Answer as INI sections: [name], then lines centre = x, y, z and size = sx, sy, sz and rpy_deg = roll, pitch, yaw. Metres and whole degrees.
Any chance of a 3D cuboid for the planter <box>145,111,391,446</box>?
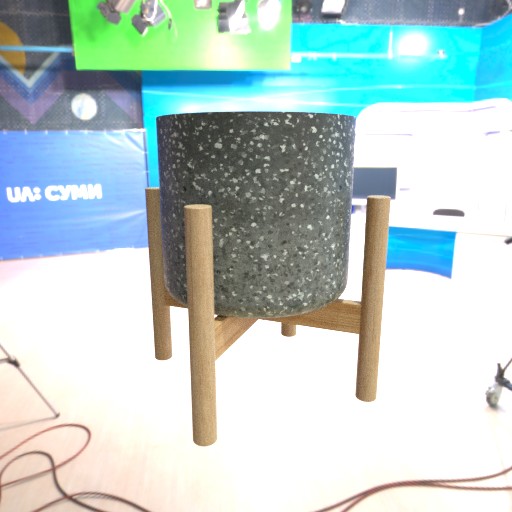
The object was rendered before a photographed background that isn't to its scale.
[planter]
centre = 0.000, 0.000, 0.541
size = 0.284, 0.320, 0.284
rpy_deg = 13, 19, 43
